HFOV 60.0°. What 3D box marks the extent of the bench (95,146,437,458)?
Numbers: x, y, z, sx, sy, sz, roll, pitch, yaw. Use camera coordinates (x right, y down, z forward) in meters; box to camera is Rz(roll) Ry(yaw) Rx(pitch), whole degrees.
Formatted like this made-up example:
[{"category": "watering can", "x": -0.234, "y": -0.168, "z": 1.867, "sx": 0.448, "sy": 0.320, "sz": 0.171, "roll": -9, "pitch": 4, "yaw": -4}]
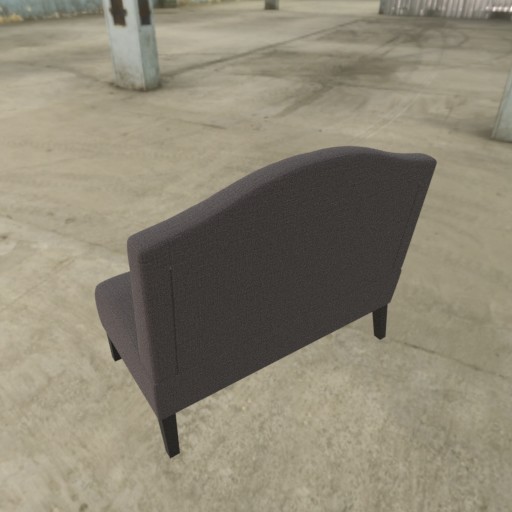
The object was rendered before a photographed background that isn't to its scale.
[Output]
[{"category": "bench", "x": 0.000, "y": 0.000, "z": 2.046, "sx": 1.335, "sy": 1.180, "sz": 0.815, "roll": -20, "pitch": 37, "yaw": -29}]
